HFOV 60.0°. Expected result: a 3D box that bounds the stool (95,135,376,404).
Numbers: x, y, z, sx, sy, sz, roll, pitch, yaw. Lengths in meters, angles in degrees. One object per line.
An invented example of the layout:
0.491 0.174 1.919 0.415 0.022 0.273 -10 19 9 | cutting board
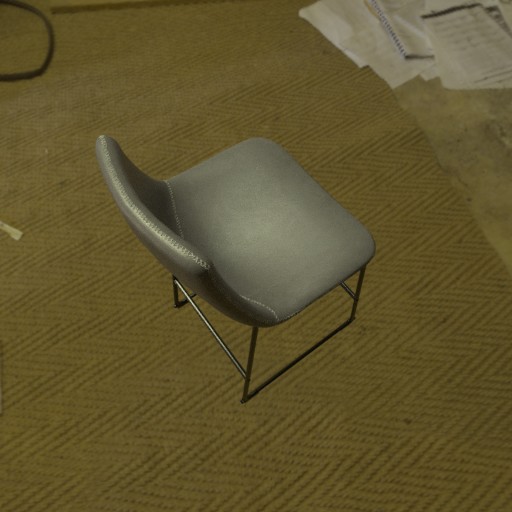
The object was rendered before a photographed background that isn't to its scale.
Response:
0.000 0.000 1.167 0.546 0.876 0.470 -33 65 -17 | stool
